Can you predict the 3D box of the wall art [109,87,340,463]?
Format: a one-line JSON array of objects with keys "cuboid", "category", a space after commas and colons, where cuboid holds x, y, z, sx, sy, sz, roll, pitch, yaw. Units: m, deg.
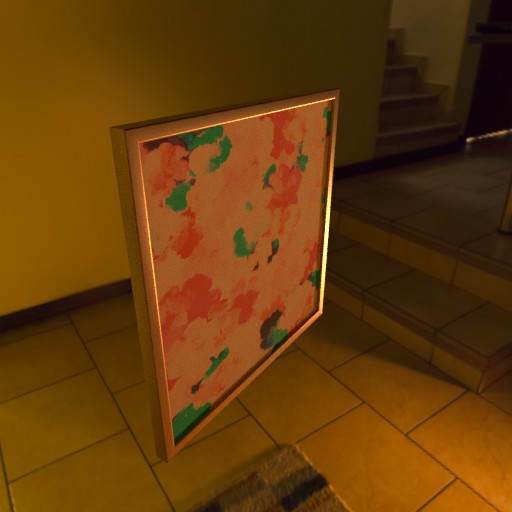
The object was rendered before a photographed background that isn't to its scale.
[{"cuboid": [0.000, 0.000, 1.157, 0.036, 0.765, 0.767, 18, 31, 31], "category": "wall art"}]
